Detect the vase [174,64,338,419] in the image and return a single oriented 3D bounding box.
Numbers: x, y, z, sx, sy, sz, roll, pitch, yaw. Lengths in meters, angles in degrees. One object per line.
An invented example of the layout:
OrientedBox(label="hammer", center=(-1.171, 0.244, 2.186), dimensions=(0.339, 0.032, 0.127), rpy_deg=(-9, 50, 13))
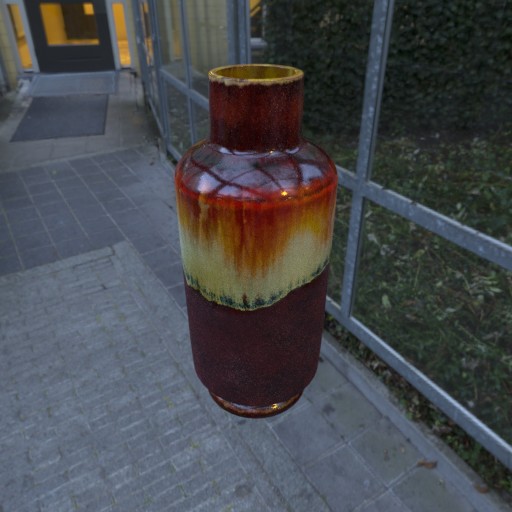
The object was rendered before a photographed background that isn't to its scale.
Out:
OrientedBox(label="vase", center=(0.000, 0.000, 0.335), dimensions=(0.111, 0.261, 0.111), rpy_deg=(0, 32, 0))
